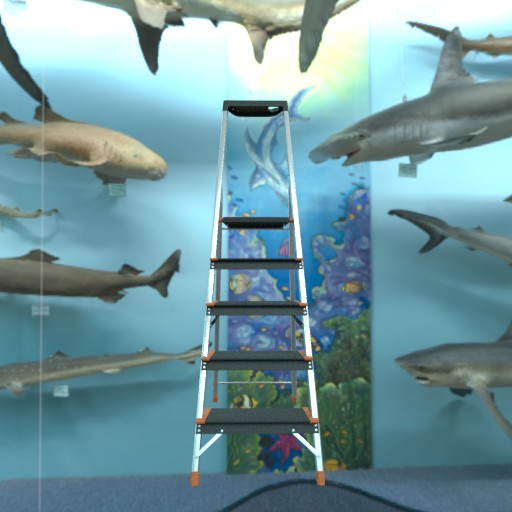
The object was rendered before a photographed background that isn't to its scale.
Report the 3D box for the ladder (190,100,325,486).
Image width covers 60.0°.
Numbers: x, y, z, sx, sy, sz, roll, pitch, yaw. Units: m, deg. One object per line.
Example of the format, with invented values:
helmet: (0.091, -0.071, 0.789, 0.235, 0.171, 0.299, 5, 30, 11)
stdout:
ladder: (0.000, 0.000, 2.078, 0.480, 1.646, 0.995, 0, -1, -1)
